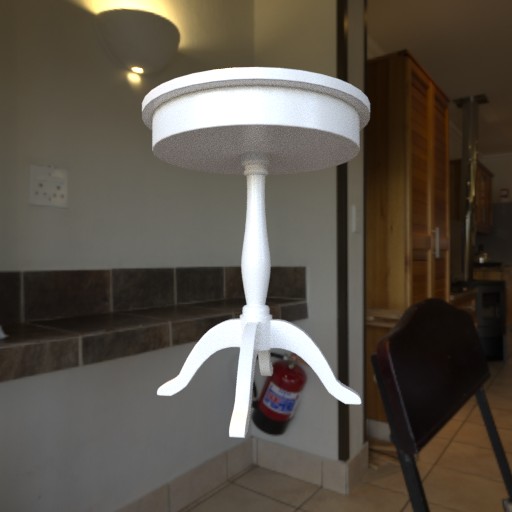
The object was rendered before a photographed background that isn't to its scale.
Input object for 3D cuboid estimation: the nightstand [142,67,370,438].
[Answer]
[{"bbox_3d":[0.000,0.000,1.023,0.513,0.653,0.513,0,-1,17],"label":"nightstand"}]
